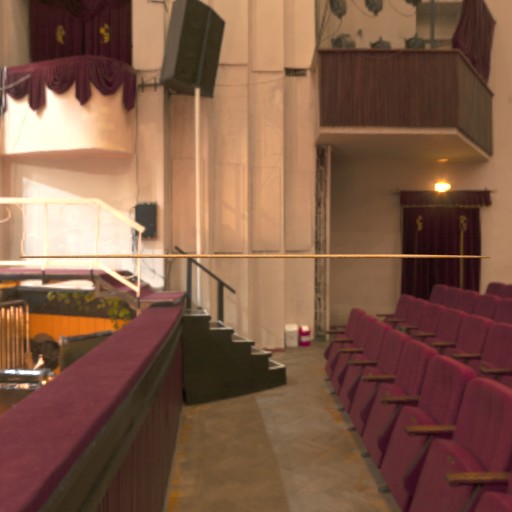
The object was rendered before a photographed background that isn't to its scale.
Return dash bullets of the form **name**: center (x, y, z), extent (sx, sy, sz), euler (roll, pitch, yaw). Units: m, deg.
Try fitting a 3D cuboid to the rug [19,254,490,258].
- **rug**: center (0.000, 0.000, 3.024), extent (2.424, 0.010, 1.511), euler (0, 1, 1)
